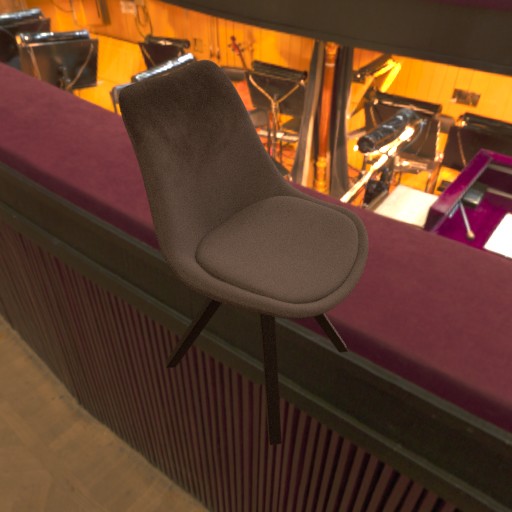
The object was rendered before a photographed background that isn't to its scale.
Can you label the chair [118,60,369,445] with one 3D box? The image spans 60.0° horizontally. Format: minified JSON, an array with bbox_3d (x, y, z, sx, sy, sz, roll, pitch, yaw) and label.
[{"bbox_3d":[0.000,0.000,1.174,0.550,0.850,0.476,25,45,27],"label":"chair"}]
